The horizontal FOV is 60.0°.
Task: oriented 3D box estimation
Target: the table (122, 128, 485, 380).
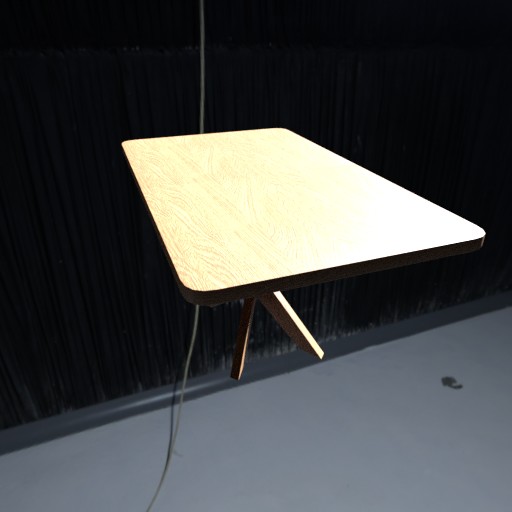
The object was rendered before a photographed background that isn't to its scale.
[{"bbox_3d":[0.000,0.000,2.040,0.950,0.770,1.600,-10,30,-18],"label":"table"}]
